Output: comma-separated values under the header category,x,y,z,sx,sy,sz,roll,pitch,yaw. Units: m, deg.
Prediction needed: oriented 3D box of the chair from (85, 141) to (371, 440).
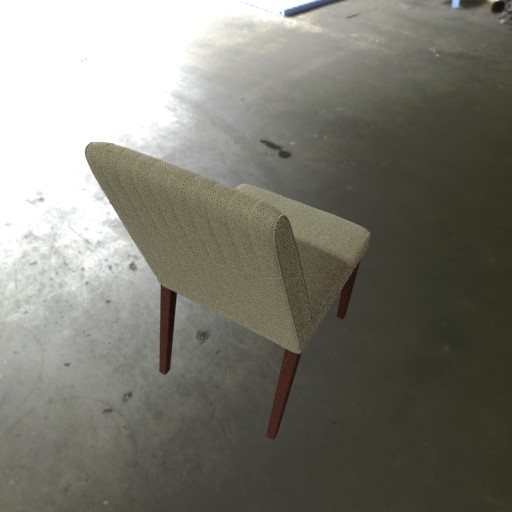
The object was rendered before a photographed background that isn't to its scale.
category,x,y,z,sx,sy,sz,roll,pitch,yaw
chair,0.000,0.000,1.240,0.480,0.900,0.594,24,50,21
